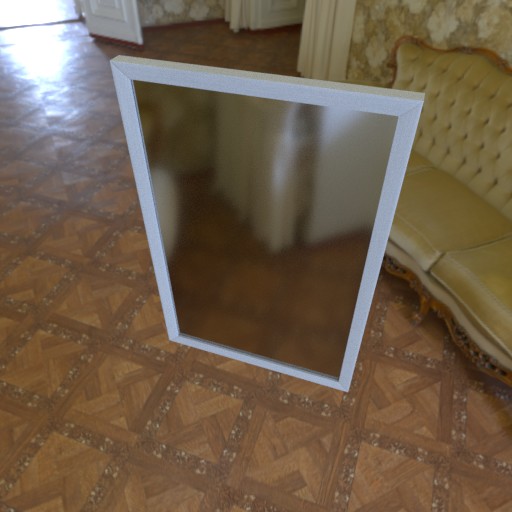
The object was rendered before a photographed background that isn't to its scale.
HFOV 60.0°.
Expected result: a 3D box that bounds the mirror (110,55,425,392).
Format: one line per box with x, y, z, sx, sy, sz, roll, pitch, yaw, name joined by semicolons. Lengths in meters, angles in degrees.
0.000;0.000;1.138;0.609;0.915;0.040;13;44;14;mirror
